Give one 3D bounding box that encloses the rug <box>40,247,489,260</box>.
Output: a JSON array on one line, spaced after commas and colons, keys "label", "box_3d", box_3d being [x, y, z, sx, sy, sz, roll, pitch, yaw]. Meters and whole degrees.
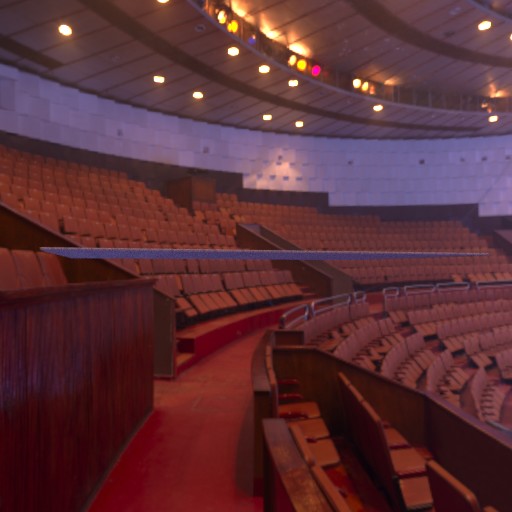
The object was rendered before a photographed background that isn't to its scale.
[{"label": "rug", "box_3d": [0.000, 0.000, 3.001, 2.444, 0.012, 1.526, 1, -2, -18]}]
